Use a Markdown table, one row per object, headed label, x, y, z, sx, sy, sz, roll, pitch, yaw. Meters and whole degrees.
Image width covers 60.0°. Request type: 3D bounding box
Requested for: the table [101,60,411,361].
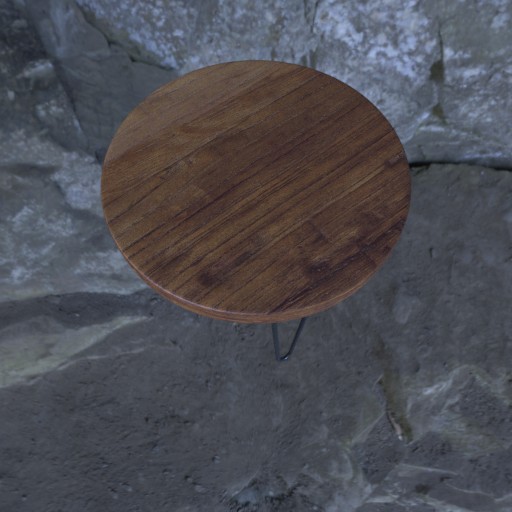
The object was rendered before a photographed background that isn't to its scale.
| label | x | y | z | sx | sy | sz | roll | pitch | yaw |
| --- | --- | --- | --- | --- | --- | --- | --- | --- | --- |
| table | 0.000 | 0.000 | 0.806 | 0.400 | 0.520 | 0.400 | 0 | 64 | 0 |
